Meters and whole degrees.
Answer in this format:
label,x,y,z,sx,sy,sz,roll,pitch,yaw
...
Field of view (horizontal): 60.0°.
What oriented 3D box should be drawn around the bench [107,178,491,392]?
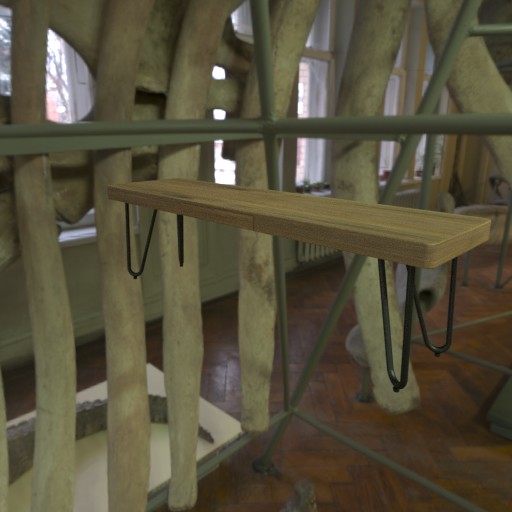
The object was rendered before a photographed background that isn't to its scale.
label,x,y,z,sx,sy,sz,roll,pitch,yaw
bench,0.000,0.000,1.766,1.570,0.462,0.425,15,22,42
